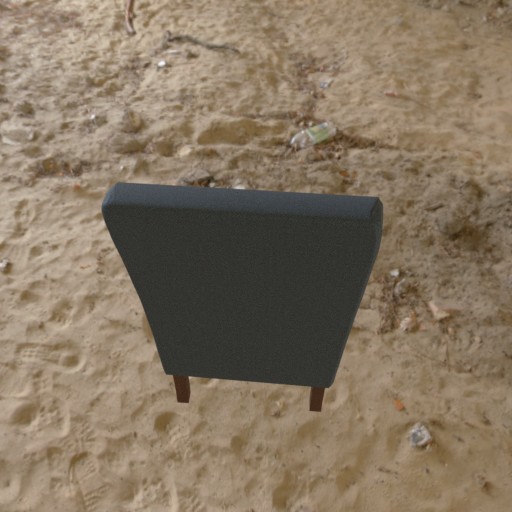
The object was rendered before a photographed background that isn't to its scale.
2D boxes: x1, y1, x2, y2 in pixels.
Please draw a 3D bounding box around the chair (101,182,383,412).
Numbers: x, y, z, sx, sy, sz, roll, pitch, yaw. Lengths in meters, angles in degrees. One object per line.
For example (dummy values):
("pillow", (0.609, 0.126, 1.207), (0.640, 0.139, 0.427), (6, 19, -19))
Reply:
("chair", (0.000, 0.000, 1.174), (0.513, 0.804, 0.592), (3, 47, 3))
